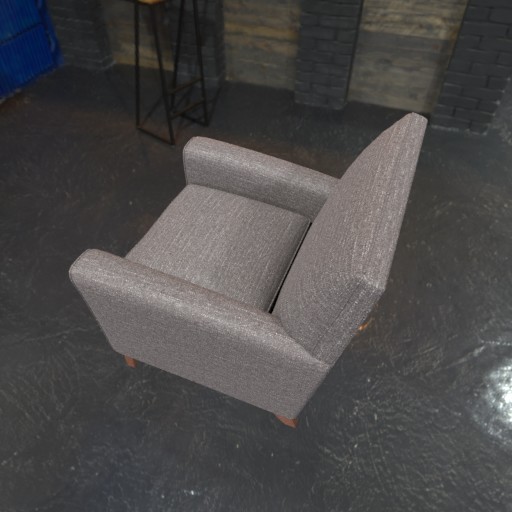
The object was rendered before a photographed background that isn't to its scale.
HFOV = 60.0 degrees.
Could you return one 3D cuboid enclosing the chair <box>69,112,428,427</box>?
[{"bbox_3d":[0.000,0.000,1.574,0.875,0.885,0.838,16,48,15],"label":"chair"}]
